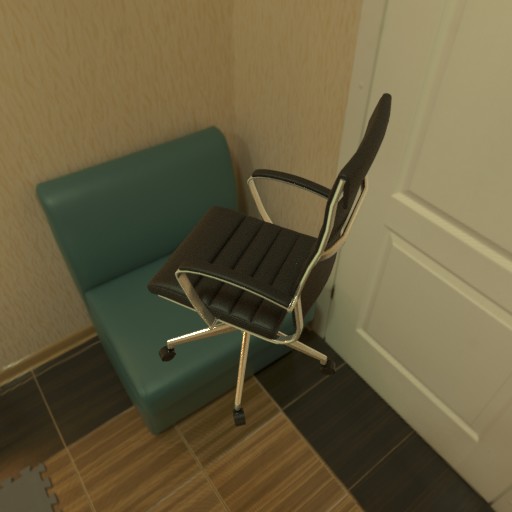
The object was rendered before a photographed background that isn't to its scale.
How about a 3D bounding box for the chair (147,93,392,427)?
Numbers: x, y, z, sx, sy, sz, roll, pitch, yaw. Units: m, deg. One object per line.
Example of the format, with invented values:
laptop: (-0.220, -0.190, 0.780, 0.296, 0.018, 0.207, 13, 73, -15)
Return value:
chair: (0.000, 0.000, 1.595, 0.739, 1.149, 0.766, 18, 48, 17)
